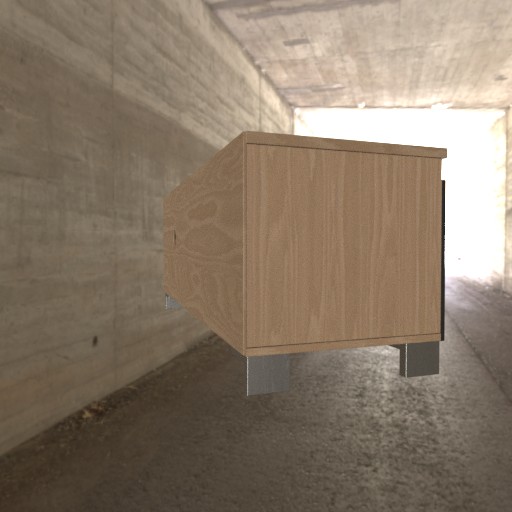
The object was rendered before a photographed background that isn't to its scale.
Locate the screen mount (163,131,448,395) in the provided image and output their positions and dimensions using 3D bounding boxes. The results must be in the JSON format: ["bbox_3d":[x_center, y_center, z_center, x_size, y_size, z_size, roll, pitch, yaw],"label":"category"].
[{"bbox_3d":[0.000,0.000,1.295,0.406,0.432,1.084,0,1,-19],"label":"screen mount"}]
